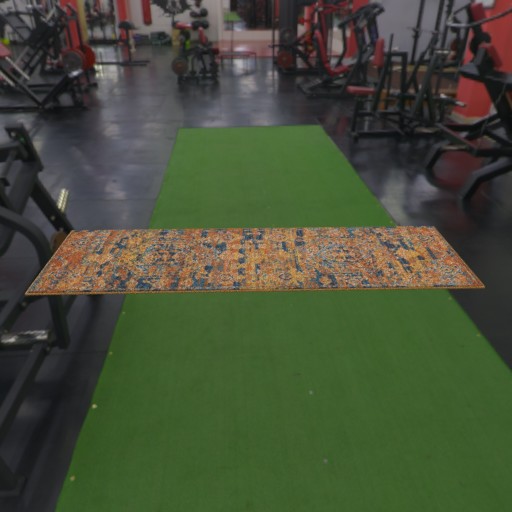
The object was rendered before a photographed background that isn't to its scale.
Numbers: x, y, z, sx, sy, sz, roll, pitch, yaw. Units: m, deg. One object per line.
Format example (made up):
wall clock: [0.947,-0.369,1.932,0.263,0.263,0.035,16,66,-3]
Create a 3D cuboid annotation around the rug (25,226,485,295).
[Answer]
rug: [0.000,0.000,1.986,1.820,0.013,0.556,-1,30,-1]
